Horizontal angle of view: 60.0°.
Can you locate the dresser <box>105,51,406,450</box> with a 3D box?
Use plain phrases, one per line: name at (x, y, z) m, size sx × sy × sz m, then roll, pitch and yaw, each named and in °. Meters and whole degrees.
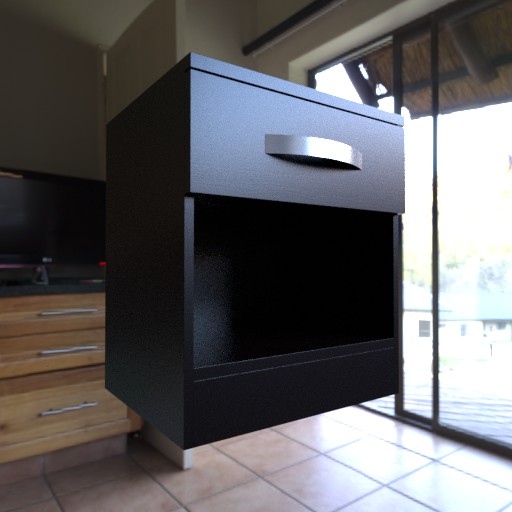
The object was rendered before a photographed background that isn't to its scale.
dresser at (0.000, 0.000, 0.754) m, size 0.400 × 0.470 × 0.360 m, roll 1°, pitch -1°, yaw -35°
